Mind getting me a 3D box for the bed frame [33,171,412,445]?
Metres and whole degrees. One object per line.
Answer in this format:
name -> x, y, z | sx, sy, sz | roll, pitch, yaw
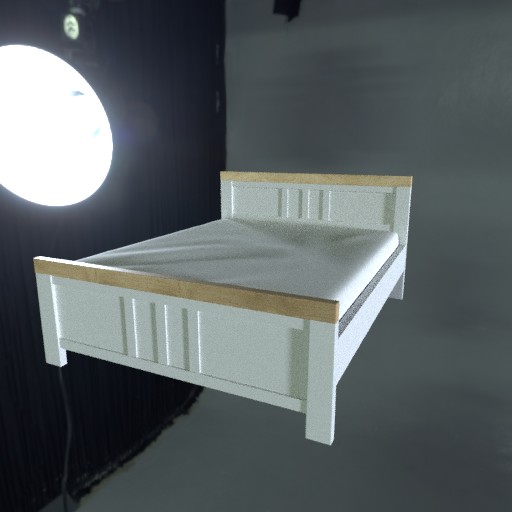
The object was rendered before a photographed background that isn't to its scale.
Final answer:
bed frame -> 0.000, 0.000, 2.954 | 1.670, 0.980, 2.050 | 7, 15, 25
